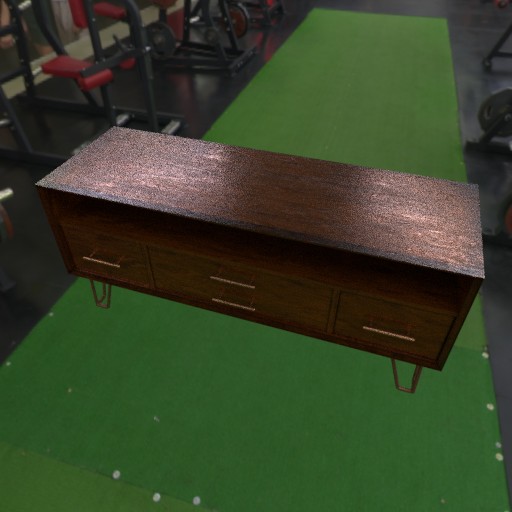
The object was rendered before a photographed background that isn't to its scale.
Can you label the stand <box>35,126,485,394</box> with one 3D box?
[{"bbox_3d":[0.000,0.000,1.646,1.372,0.610,0.481,13,42,14],"label":"stand"}]
